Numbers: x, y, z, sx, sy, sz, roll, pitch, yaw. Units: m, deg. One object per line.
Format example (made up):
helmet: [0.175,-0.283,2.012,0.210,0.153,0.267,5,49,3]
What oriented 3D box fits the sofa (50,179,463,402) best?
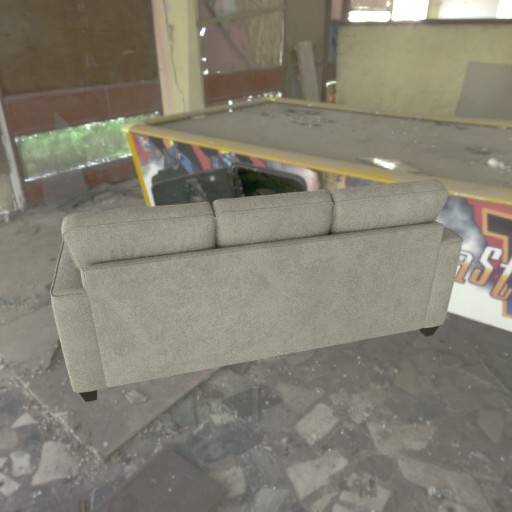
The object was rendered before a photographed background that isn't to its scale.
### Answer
sofa: [0.000,0.000,2.630,2.133,0.965,0.939,-7,28,-14]
